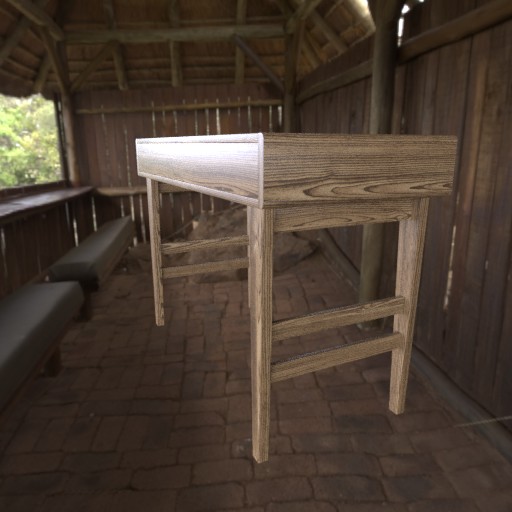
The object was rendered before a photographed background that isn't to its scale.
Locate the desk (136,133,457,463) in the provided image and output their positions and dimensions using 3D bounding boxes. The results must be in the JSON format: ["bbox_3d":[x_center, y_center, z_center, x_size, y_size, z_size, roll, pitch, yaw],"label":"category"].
[{"bbox_3d":[0.000,0.000,1.462,0.508,0.755,1.067,-7,16,-26],"label":"desk"}]
